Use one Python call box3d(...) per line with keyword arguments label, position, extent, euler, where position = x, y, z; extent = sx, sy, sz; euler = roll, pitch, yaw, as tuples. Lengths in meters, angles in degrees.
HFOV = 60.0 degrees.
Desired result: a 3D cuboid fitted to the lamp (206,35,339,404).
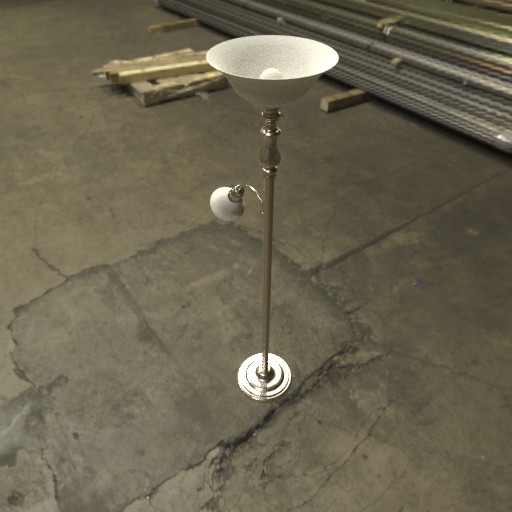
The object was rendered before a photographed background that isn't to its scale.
box3d(label="lamp", position=(0.000, 0.000, 2.009), extent=(0.405, 1.785, 0.575), euler=(-26, 48, -26))
